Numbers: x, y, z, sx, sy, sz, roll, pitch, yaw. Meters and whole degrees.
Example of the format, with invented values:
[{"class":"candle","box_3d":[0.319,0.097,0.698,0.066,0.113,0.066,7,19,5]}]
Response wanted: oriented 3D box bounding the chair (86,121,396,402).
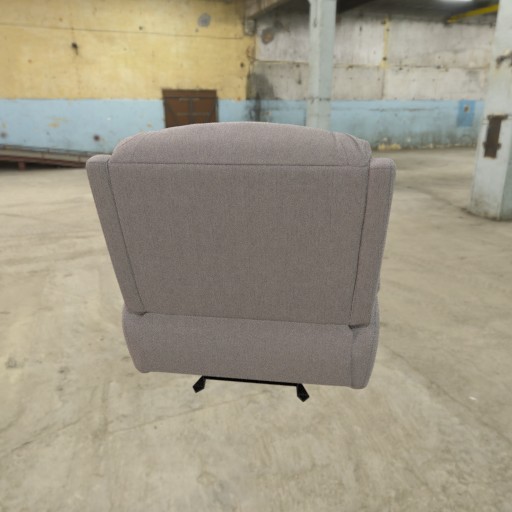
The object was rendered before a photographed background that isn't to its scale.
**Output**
[{"class":"chair","box_3d":[0.000,0.000,1.736,0.930,1.011,0.899,2,17,8]}]
